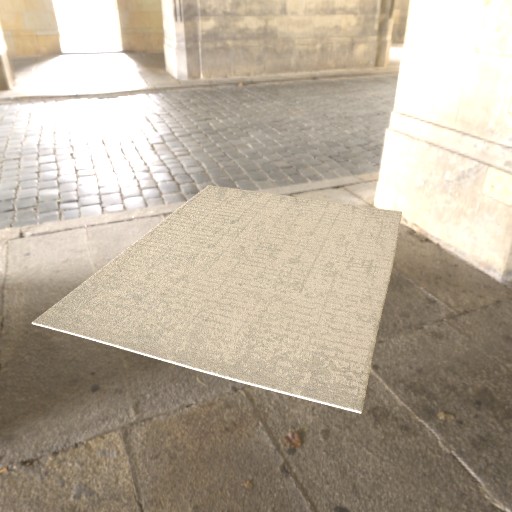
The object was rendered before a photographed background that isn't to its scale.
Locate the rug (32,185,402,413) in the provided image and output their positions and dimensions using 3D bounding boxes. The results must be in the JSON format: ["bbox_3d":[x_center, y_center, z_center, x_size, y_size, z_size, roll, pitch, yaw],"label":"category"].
[{"bbox_3d":[0.000,0.000,4.174,2.447,0.014,3.061,10,31,17],"label":"rug"}]
